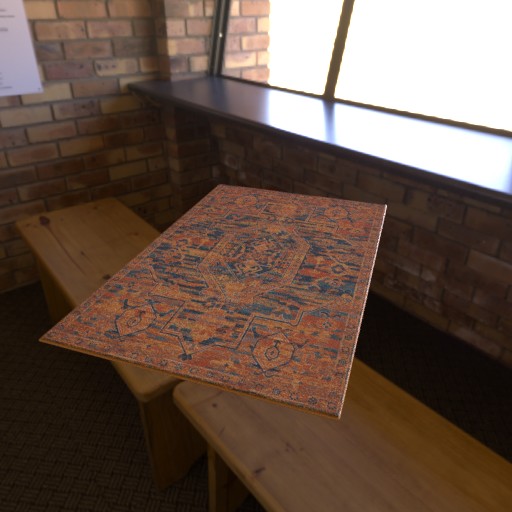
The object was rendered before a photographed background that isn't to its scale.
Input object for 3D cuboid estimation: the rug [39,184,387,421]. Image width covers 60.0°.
[{"bbox_3d":[0.000,0.000,2.245,1.148,0.013,1.758,10,31,16],"label":"rug"}]
